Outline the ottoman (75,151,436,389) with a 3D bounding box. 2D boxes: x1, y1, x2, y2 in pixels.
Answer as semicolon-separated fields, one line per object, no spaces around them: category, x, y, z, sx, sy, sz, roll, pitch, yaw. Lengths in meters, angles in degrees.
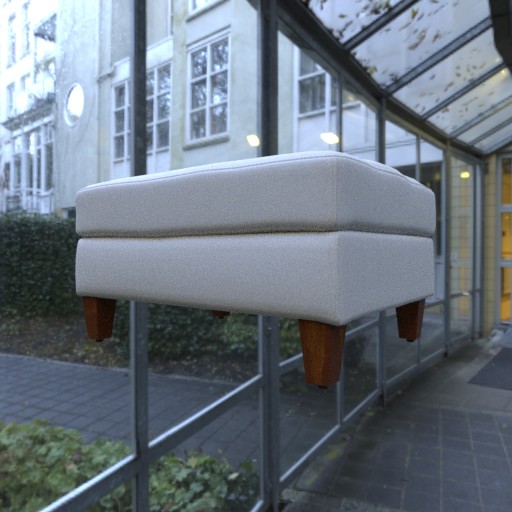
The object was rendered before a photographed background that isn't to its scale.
ottoman;0.000;0.000;1.235;0.818;0.479;0.634;1;1;36
